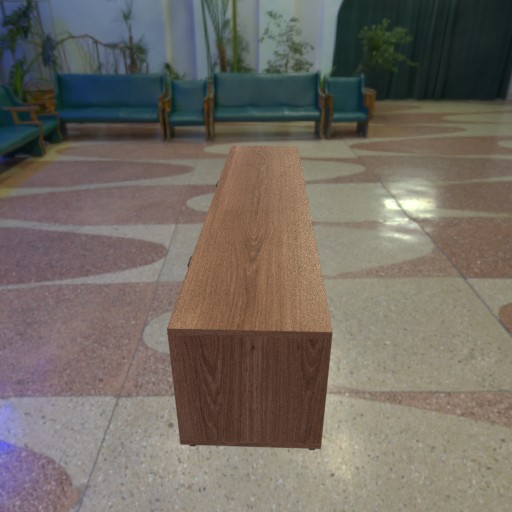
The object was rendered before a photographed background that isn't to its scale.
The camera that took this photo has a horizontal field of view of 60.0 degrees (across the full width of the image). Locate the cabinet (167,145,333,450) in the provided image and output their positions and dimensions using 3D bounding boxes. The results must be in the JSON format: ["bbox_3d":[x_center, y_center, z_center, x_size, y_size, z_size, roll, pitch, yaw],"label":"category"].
[{"bbox_3d":[0.000,0.000,1.829,0.400,0.500,1.650,1,28,2],"label":"cabinet"}]
